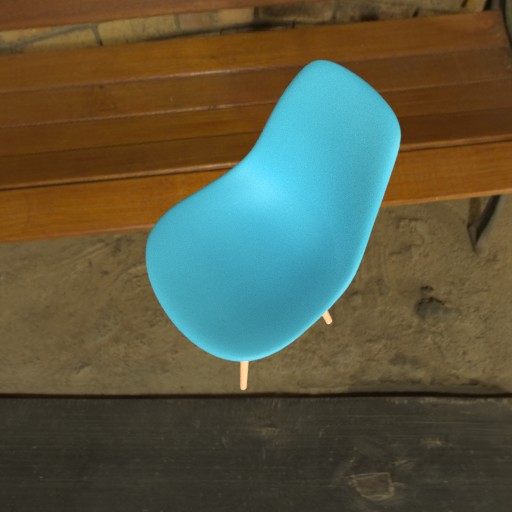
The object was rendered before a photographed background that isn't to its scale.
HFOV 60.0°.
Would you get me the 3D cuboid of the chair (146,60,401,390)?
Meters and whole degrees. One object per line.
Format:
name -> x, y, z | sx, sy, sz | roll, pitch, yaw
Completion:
chair -> 0.000, 0.000, 1.137 | 0.531, 0.826, 0.470 | -35, 69, -16
